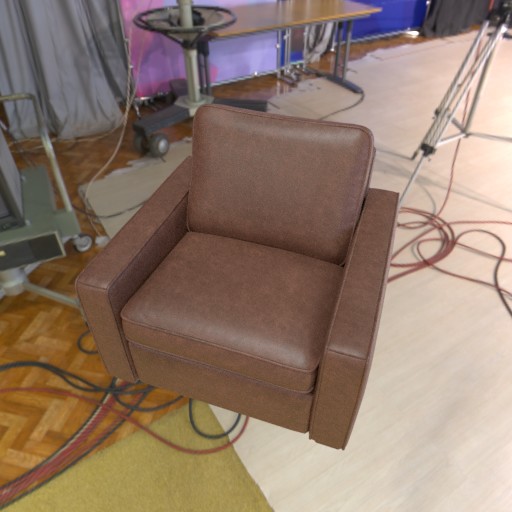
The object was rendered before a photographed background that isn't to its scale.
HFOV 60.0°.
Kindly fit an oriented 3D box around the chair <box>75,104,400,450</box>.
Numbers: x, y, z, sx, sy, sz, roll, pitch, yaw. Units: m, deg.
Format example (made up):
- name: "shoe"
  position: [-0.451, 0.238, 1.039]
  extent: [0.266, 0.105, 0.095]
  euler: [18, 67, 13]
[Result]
- name: "chair"
  position: [0.000, 0.000, 1.750]
  extent: [1.017, 0.919, 0.940]
  euler: [13, 43, 14]
